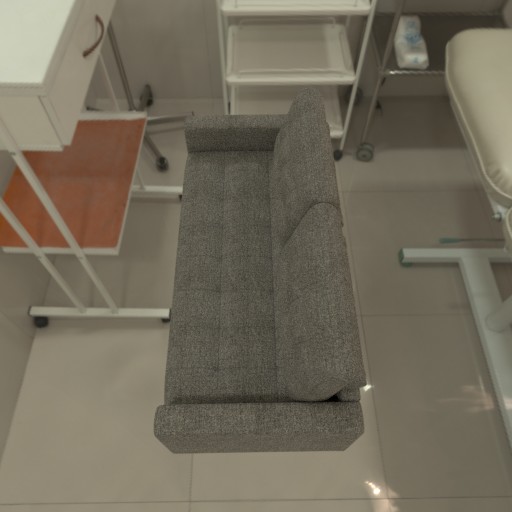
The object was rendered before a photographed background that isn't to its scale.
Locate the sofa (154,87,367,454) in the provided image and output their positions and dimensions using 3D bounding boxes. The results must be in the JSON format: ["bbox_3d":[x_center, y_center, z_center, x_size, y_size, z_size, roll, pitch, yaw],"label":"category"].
[{"bbox_3d":[0.000,0.000,2.323,0.863,0.902,1.821,-1,58,0],"label":"sofa"}]
